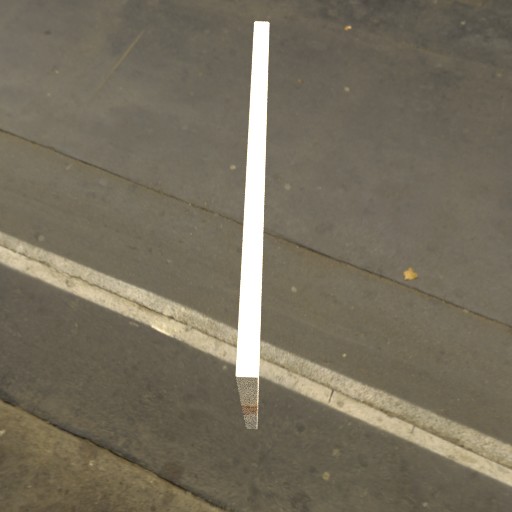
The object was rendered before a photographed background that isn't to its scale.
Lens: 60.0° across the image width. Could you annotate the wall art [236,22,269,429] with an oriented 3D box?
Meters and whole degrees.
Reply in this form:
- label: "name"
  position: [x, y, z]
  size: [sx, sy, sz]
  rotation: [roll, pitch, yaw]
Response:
- label: "wall art"
  position: [0.000, 0.000, 1.326]
  size: [0.038, 0.889, 0.889]
  rotation: [2, 64, 1]
